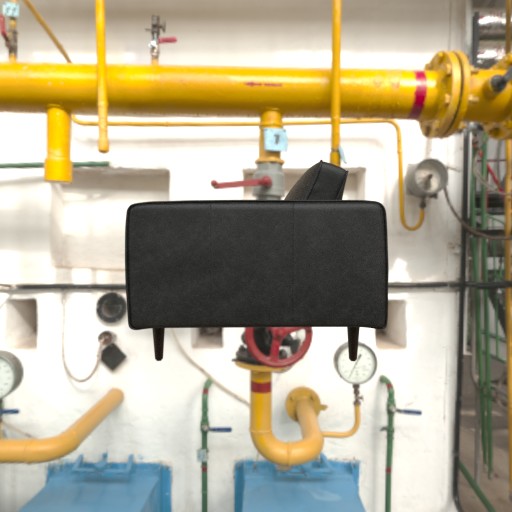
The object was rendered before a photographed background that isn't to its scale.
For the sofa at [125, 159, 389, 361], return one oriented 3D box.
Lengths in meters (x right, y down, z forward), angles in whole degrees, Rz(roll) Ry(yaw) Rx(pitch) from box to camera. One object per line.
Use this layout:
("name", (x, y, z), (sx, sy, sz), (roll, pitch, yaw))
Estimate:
("sofa", (0.000, 0.000, 2.576), (0.914, 0.762, 2.210), (0, 1, 0))
